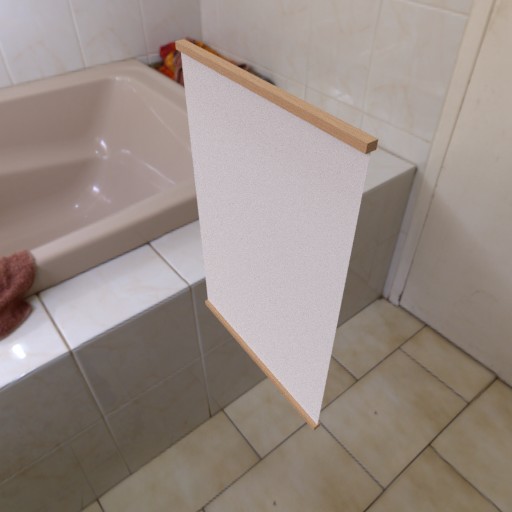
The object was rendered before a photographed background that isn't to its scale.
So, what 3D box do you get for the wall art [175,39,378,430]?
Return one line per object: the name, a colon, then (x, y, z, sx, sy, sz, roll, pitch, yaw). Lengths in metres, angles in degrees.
wall art: (0.000, 0.000, 0.647, 0.013, 0.510, 0.335, -26, 49, -26)
